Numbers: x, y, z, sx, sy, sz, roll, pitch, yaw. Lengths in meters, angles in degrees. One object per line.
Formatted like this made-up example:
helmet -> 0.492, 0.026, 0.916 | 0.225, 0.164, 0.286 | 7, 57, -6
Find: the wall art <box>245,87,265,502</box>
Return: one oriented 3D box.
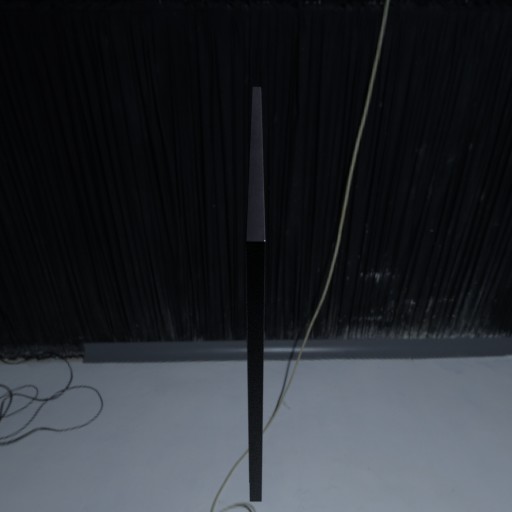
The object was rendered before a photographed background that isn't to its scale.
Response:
wall art -> 0.000, 0.000, 0.549 | 0.013, 0.306, 0.440 | 0, 33, 0
